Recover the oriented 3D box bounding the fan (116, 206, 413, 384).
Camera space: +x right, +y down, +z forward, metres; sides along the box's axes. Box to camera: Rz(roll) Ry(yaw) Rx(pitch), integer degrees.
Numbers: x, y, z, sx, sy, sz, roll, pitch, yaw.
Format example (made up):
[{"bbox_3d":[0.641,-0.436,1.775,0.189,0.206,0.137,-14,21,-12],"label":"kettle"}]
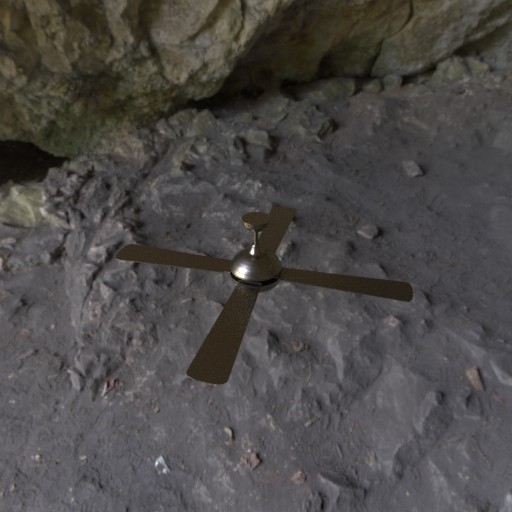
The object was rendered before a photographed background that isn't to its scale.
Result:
[{"bbox_3d":[0.000,0.000,1.998,1.321,0.381,1.321,20,37,29],"label":"fan"}]
